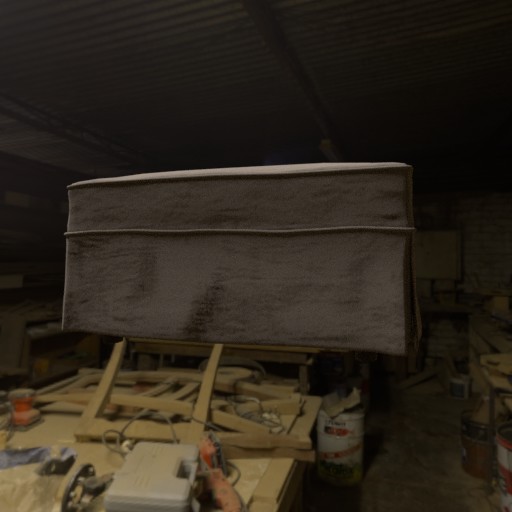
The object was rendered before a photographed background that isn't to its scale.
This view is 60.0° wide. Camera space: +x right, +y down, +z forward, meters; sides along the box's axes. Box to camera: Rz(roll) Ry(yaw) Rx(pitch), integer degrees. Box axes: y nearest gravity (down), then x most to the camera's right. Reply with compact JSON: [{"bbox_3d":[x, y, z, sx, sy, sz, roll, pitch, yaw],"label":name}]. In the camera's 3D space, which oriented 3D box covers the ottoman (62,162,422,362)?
[{"bbox_3d":[0.000,0.000,1.369,0.944,0.479,0.703,0,0,17],"label":"ottoman"}]
